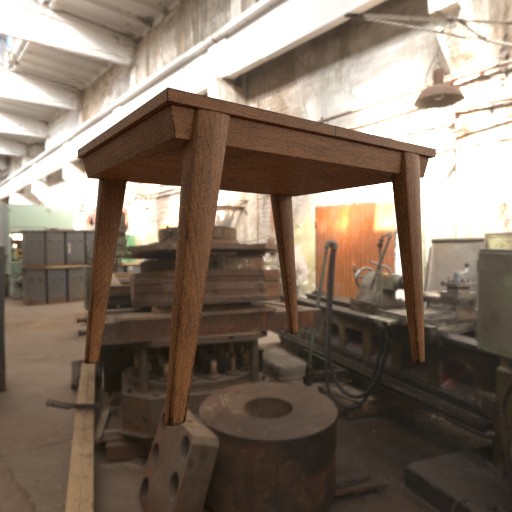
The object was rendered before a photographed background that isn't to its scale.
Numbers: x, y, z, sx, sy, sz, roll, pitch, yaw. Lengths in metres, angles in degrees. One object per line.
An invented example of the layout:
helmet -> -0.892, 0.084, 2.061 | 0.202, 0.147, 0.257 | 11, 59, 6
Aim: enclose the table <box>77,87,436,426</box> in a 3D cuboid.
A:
table -> 0.000, 0.000, 1.584 | 1.027, 0.760, 0.757 | -1, 1, -36
